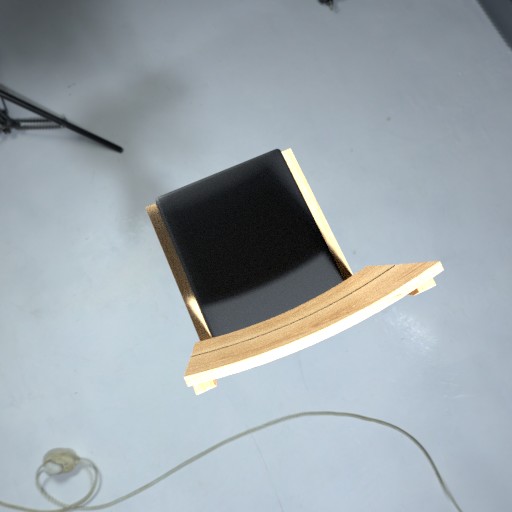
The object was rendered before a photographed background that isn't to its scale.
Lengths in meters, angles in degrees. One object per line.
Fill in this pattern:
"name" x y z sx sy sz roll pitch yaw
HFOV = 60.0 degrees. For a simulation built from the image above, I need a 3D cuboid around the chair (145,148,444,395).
"chair" 0.000 0.000 1.256 0.475 0.950 0.569 -23 77 -6
